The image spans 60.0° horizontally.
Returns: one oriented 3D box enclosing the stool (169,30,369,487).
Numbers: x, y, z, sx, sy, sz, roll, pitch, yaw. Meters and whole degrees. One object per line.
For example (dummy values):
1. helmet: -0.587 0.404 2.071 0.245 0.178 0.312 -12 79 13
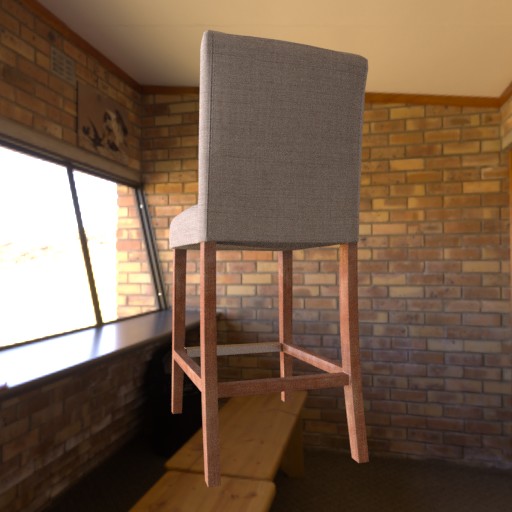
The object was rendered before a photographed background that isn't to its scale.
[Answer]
1. stool: 0.000 0.000 1.315 0.454 1.039 0.567 0 -1 -18
